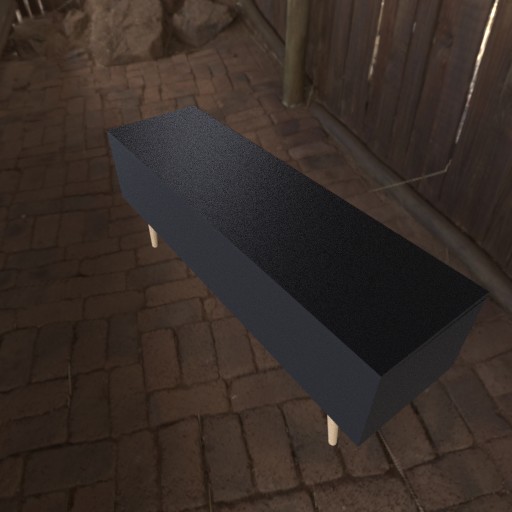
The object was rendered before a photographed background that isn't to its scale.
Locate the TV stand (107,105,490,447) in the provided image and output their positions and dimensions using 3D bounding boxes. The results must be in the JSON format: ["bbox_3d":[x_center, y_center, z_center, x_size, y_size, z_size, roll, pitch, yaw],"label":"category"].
[{"bbox_3d":[0.000,0.000,1.499,0.390,0.518,1.312,-27,48,-27],"label":"TV stand"}]
